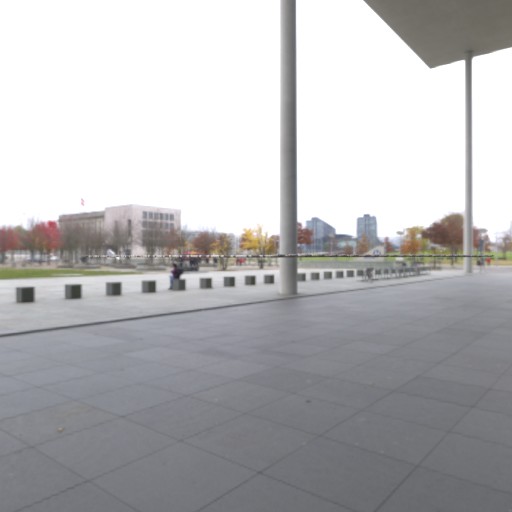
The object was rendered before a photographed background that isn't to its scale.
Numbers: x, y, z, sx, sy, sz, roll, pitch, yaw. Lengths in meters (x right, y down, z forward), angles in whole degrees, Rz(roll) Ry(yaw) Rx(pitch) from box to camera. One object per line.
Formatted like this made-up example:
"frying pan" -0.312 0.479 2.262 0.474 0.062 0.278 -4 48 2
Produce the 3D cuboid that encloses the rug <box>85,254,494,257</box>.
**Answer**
"rug" 0.000 0.000 2.970 1.563 0.014 2.425 0 0 -36
